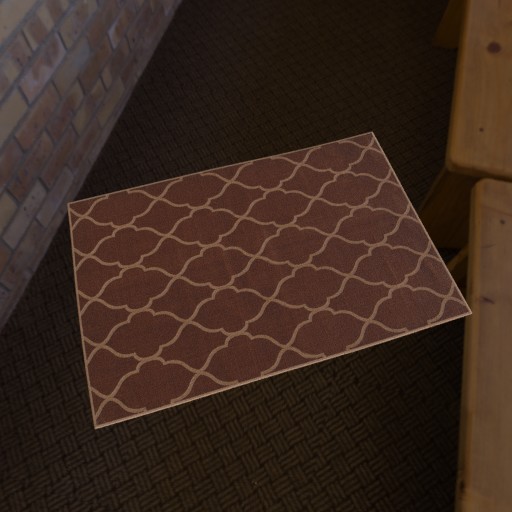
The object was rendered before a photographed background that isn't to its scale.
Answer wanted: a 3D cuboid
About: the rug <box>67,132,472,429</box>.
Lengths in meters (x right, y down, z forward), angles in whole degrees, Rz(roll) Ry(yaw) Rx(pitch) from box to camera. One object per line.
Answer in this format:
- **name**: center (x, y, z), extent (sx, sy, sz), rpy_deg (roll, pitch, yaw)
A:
- **rug**: center (0.000, 0.000, 2.871), extent (2.290, 0.014, 1.526), rpy_deg (-15, 64, -8)
